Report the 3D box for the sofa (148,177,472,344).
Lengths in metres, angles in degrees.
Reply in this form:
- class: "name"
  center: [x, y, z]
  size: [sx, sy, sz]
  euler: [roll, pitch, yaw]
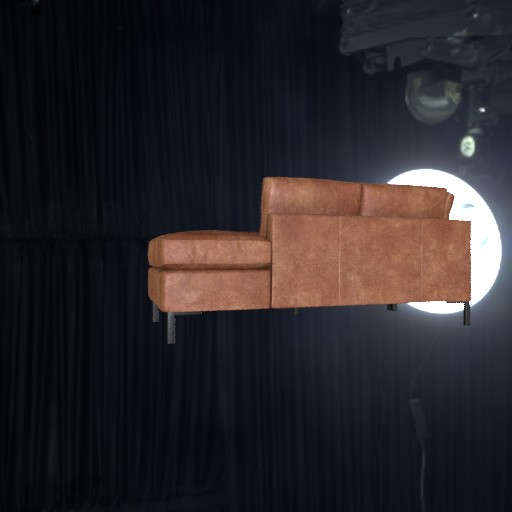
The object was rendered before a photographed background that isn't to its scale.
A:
- class: "sofa"
  center: [0.000, 0.000, 3.863]
  size: [1.938, 0.877, 2.984]
  euler: [0, 0, -18]
